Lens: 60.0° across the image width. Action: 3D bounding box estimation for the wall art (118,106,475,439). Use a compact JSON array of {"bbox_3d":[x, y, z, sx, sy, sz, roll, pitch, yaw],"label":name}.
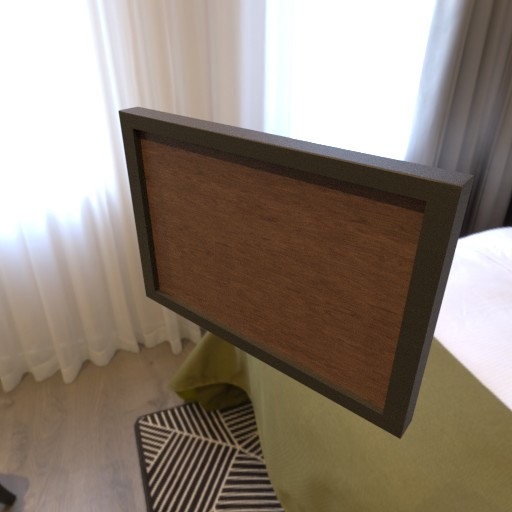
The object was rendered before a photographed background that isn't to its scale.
[{"bbox_3d":[0.000,0.000,0.839,0.671,0.456,0.051,22,36,33],"label":"wall art"}]
